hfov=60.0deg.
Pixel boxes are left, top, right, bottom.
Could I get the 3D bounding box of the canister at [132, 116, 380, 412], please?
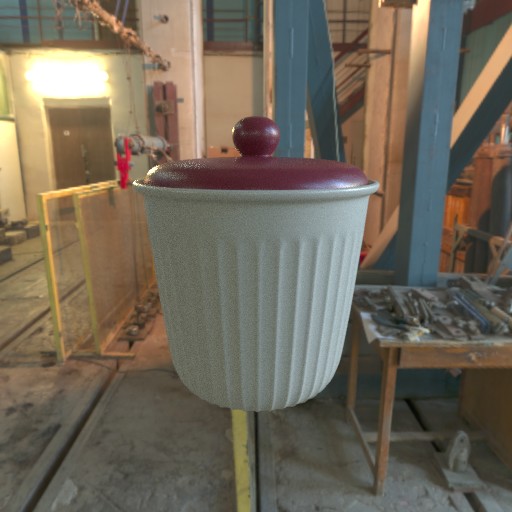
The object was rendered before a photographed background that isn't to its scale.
[{"bbox_3d":[0.000,0.000,0.350,0.181,0.211,0.181,0,14,0],"label":"canister"}]
